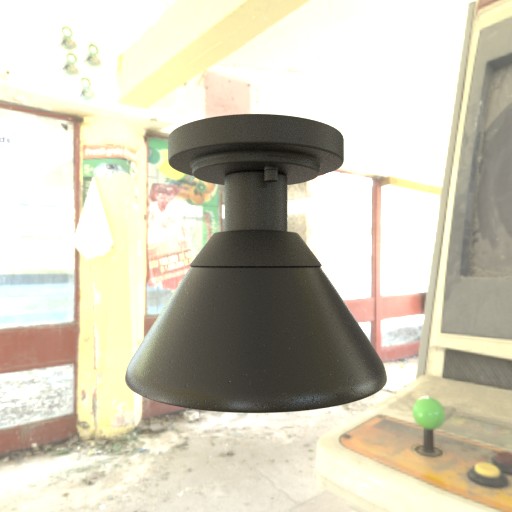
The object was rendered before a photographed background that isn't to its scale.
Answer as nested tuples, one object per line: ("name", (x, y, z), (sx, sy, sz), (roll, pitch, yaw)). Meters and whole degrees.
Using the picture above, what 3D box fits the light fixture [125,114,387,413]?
("light fixture", (0.000, 0.000, 0.355), (0.200, 0.183, 0.200), (0, -1, 0))
